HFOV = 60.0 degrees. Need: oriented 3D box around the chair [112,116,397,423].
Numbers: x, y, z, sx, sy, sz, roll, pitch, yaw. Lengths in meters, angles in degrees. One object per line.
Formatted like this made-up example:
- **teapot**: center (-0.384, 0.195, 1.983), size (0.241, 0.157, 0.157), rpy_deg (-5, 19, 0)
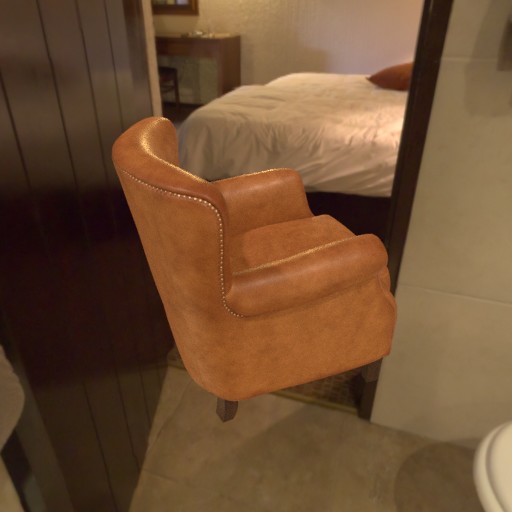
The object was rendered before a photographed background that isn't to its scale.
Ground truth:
- **chair**: center (0.000, 0.000, 1.686), size (0.921, 0.936, 0.861), rpy_deg (-10, 31, -16)
